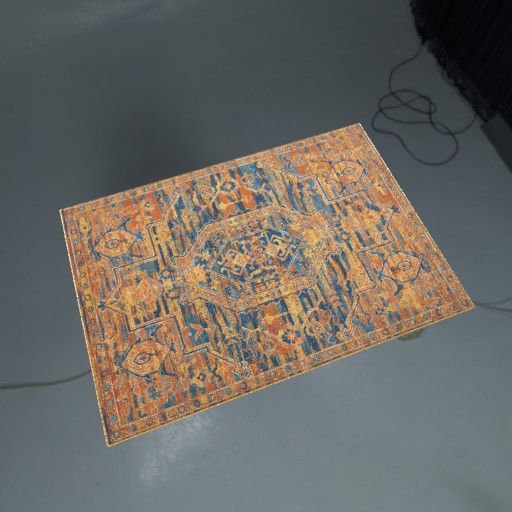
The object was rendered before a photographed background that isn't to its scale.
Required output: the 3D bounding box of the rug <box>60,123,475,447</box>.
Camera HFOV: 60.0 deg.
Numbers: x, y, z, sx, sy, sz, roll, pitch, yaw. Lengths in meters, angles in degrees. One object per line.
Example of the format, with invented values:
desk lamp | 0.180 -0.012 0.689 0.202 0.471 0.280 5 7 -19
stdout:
rug | 0.000 0.000 3.683 2.916 0.019 2.043 -18 64 -9
